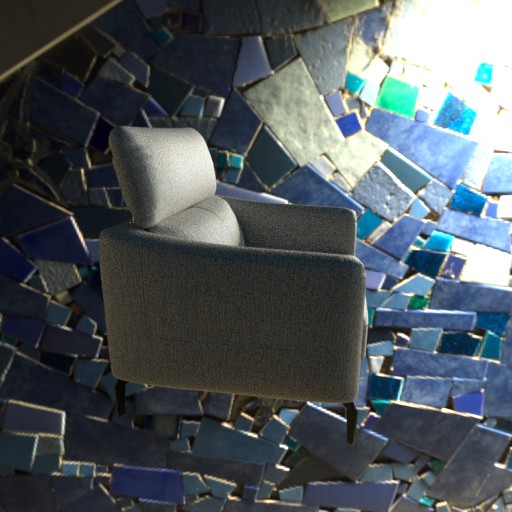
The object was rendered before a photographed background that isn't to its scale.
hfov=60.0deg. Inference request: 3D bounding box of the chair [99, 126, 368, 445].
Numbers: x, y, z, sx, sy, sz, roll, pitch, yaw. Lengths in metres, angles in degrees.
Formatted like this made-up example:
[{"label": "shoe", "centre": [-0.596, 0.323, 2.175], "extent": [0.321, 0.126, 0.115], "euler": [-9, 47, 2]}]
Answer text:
[{"label": "chair", "centre": [0.000, 0.000, 1.726], "extent": [0.835, 0.967, 0.972], "euler": [3, 16, 10]}]
